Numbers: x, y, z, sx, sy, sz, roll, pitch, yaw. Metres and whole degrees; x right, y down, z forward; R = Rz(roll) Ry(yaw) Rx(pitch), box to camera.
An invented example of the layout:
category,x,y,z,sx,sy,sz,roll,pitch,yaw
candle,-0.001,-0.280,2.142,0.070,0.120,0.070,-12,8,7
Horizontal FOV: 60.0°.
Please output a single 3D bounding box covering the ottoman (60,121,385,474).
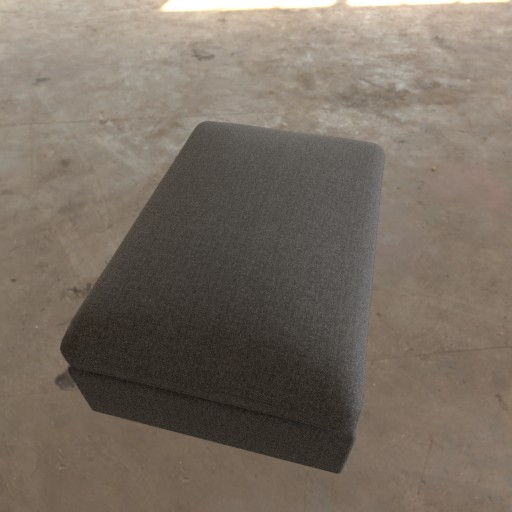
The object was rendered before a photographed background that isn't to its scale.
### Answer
category,x,y,z,sx,sy,sz,roll,pitch,yaw
ottoman,0.000,0.000,1.391,0.711,0.483,1.041,10,48,9
